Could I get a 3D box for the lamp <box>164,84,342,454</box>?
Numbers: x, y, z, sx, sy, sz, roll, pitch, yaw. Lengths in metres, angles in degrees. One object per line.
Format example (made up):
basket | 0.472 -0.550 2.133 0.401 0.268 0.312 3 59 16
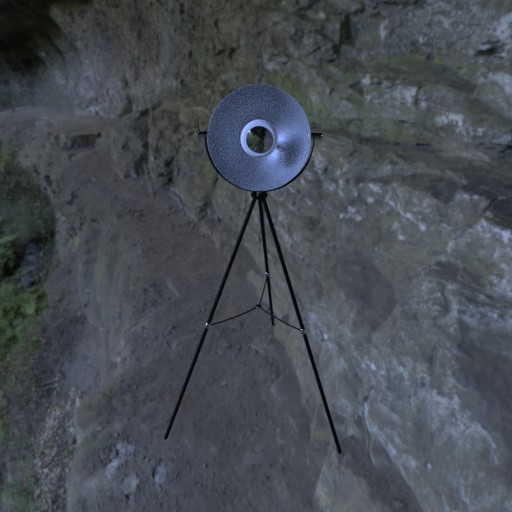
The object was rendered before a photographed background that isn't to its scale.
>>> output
lamp | 0.000 0.000 2.040 0.817 1.512 0.920 1 29 2
